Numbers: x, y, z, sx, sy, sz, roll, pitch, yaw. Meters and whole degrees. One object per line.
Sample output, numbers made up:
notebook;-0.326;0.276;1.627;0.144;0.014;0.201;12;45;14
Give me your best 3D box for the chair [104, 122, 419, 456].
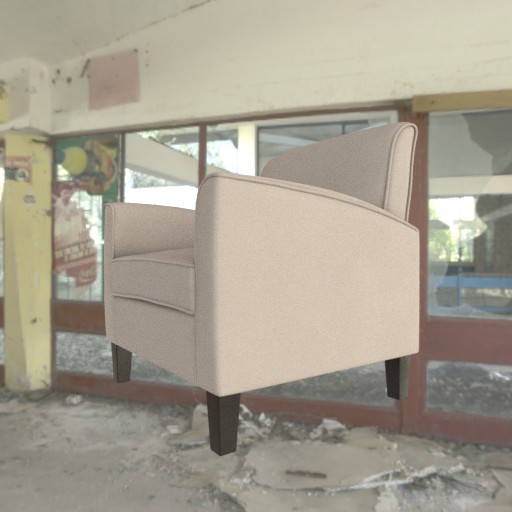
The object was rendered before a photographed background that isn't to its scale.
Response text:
chair;0.000;0.000;1.536;0.820;0.915;0.820;0;1;-36
